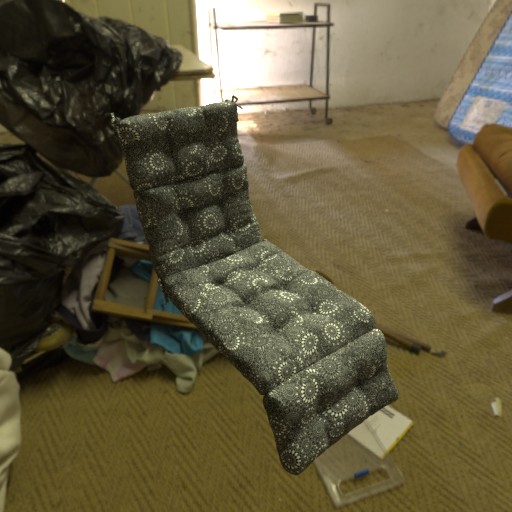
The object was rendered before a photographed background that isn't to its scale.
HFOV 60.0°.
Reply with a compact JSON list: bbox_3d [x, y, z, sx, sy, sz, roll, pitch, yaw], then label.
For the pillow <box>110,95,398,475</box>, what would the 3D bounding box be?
[{"bbox_3d":[0.000,0.000,1.514,0.526,0.863,1.016,-22,38,-31],"label":"pillow"}]
